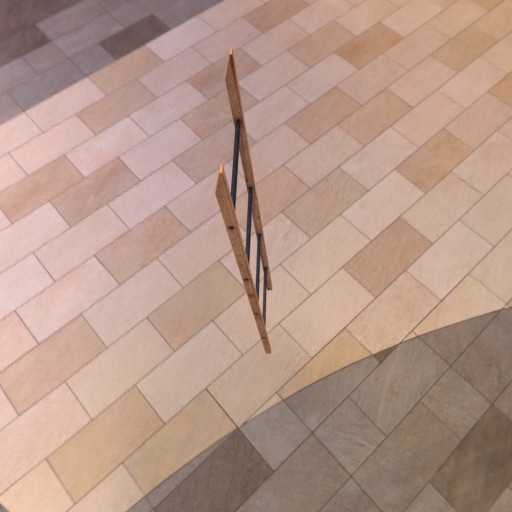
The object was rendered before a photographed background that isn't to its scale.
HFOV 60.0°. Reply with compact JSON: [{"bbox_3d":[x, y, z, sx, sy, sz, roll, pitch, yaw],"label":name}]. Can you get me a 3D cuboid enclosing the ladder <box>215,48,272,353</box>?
[{"bbox_3d":[0.000,0.000,1.982,0.200,1.805,0.442,2,64,1],"label":"ladder"}]
